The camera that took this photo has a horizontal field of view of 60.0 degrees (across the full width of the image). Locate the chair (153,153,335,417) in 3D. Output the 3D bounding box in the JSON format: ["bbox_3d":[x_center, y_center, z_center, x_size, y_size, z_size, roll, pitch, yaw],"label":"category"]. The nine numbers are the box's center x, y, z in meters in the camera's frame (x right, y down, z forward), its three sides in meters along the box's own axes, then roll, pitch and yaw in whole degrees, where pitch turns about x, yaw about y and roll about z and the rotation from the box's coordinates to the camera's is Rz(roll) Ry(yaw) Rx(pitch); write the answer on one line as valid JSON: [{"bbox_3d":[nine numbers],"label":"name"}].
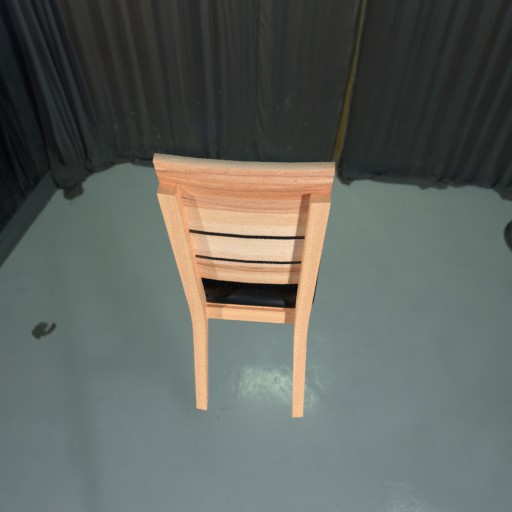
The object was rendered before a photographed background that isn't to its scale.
[{"bbox_3d":[0.000,0.000,1.221,0.410,0.940,0.520,4,46,3],"label":"chair"}]
